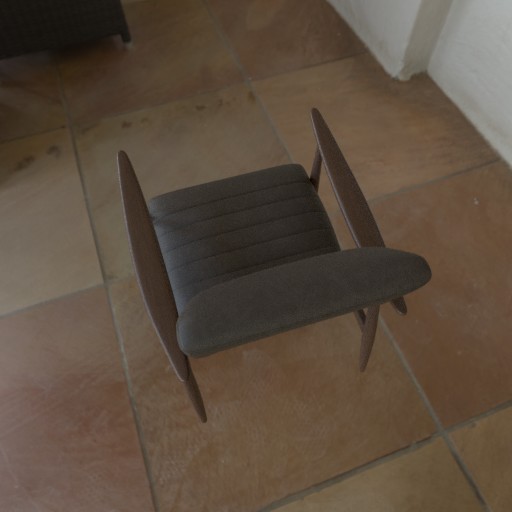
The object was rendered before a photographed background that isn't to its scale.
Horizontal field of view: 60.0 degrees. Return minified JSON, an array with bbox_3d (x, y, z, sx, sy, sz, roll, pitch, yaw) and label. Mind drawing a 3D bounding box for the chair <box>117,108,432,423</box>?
[{"bbox_3d":[0.000,0.000,1.437,0.741,0.831,0.798,-15,60,-9],"label":"chair"}]
